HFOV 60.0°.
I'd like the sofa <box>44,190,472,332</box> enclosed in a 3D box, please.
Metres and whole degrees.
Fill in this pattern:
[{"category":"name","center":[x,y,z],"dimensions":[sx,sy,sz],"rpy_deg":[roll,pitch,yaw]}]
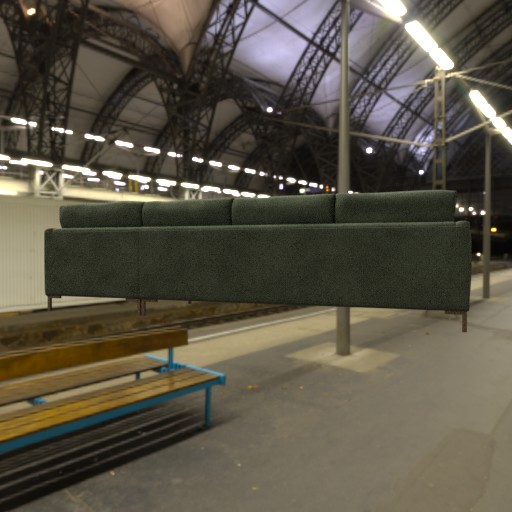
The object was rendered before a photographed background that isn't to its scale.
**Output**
[{"category":"sofa","center":[0.000,0.000,3.243],"dimensions":[2.725,0.756,1.255],"rpy_deg":[0,1,17]}]
